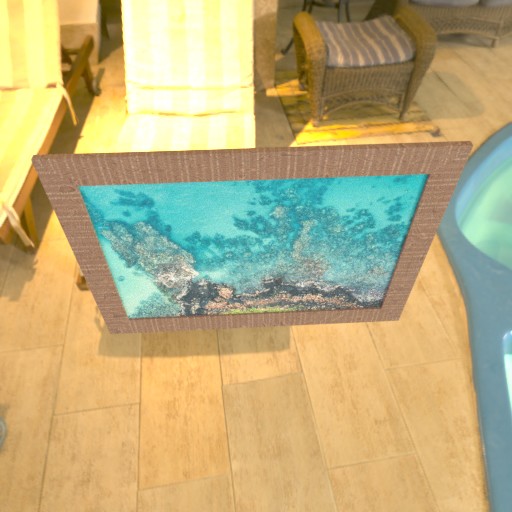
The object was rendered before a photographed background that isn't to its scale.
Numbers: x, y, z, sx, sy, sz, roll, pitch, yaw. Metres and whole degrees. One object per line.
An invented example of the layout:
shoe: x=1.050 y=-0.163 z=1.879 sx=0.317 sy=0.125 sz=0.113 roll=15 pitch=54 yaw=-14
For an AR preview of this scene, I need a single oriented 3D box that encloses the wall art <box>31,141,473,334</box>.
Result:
wall art: x=0.000 y=0.000 z=1.344 sx=1.056 sy=0.761 sz=0.020 roll=-2 pitch=48 yaw=-2
